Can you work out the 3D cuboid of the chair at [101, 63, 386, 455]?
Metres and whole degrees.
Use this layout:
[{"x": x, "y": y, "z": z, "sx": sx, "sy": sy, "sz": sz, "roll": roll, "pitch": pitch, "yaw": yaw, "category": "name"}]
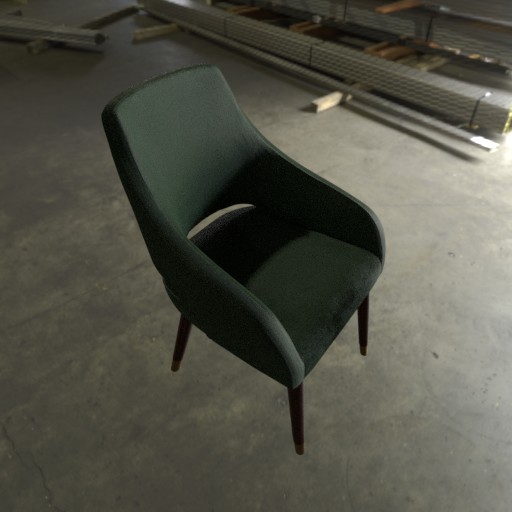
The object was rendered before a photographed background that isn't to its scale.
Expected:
[{"x": 0.000, "y": 0.000, "z": 1.553, "sx": 0.794, "sy": 1.081, "sz": 0.683, "roll": 25, "pitch": 47, "yaw": 26, "category": "chair"}]
